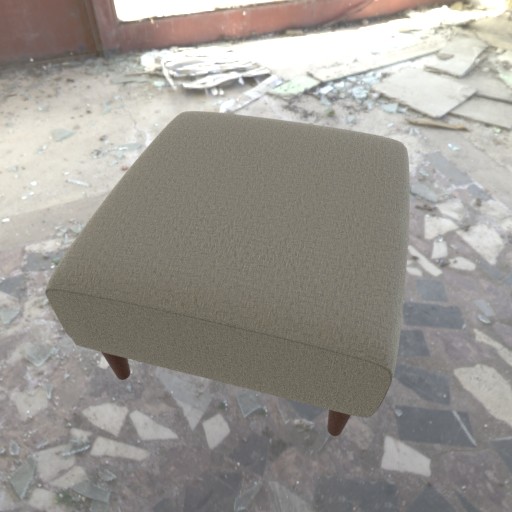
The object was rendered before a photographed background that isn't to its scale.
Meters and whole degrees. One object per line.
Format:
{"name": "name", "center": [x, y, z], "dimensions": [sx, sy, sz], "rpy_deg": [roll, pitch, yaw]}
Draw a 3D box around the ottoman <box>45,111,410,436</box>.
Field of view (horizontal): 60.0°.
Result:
{"name": "ottoman", "center": [0.000, 0.000, 1.055], "dimensions": [0.648, 0.399, 0.655], "rpy_deg": [11, 47, 10]}
